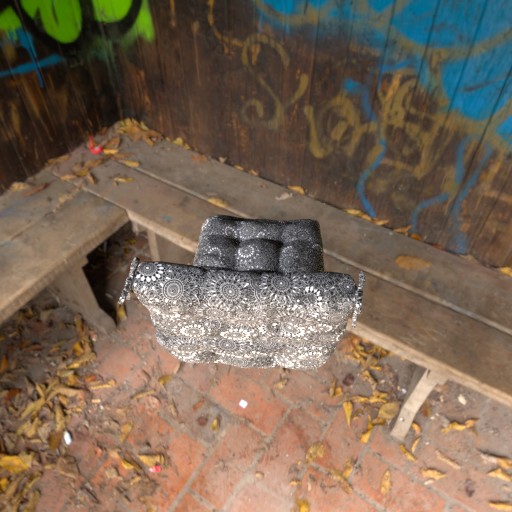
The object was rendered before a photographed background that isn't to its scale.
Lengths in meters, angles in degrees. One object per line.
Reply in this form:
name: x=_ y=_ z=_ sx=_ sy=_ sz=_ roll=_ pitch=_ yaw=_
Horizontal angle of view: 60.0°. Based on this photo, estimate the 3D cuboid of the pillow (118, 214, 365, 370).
pillow: x=0.000 y=0.000 z=1.518 sx=0.526 sy=0.863 sz=1.016 roll=3 pitch=47 yaw=3
